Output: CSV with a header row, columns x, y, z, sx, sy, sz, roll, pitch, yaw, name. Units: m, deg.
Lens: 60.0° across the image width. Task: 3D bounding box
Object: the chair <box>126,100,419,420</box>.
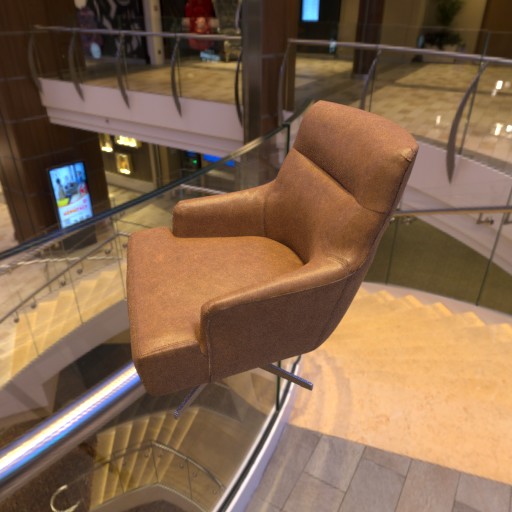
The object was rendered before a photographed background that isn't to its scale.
x,y,z,sx,sy,sz,roll,pitch,yaw,name
0.000,0.000,1.501,0.874,0.869,0.729,-8,31,-13,chair
